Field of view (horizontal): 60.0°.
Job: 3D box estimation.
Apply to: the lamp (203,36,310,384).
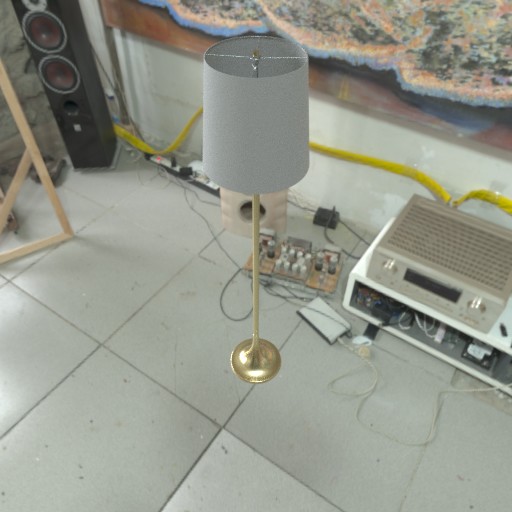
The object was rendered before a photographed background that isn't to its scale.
[{"bbox_3d":[0.000,0.000,1.712,0.337,1.543,0.337,0,46,0],"label":"lamp"}]
